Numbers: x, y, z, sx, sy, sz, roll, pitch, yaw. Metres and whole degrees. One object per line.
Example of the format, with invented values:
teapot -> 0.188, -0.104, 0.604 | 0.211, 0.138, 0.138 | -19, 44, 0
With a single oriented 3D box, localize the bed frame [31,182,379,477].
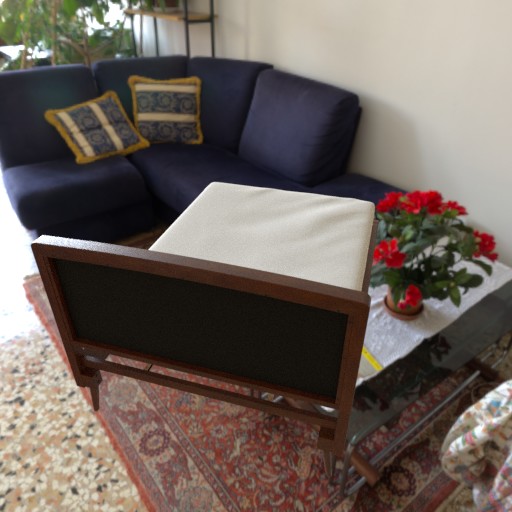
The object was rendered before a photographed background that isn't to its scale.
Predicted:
bed frame -> 0.000, 0.000, 3.107 | 1.587, 1.279, 2.171 | 10, 35, 14
